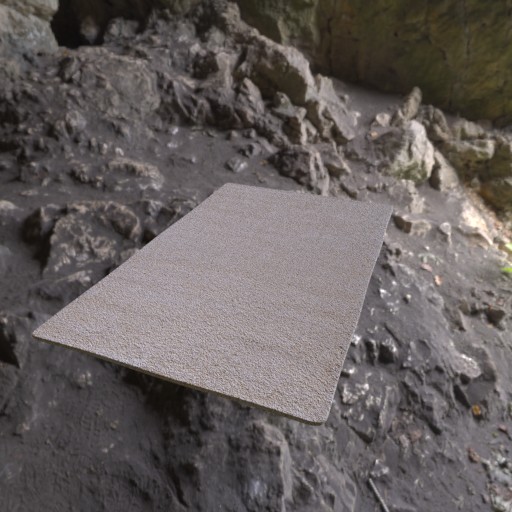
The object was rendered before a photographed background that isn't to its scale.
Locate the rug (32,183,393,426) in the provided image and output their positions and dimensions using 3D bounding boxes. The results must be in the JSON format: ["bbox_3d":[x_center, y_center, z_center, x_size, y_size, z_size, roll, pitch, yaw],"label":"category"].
[{"bbox_3d":[0.000,0.000,2.917,1.500,0.026,2.349,11,31,19],"label":"rug"}]
